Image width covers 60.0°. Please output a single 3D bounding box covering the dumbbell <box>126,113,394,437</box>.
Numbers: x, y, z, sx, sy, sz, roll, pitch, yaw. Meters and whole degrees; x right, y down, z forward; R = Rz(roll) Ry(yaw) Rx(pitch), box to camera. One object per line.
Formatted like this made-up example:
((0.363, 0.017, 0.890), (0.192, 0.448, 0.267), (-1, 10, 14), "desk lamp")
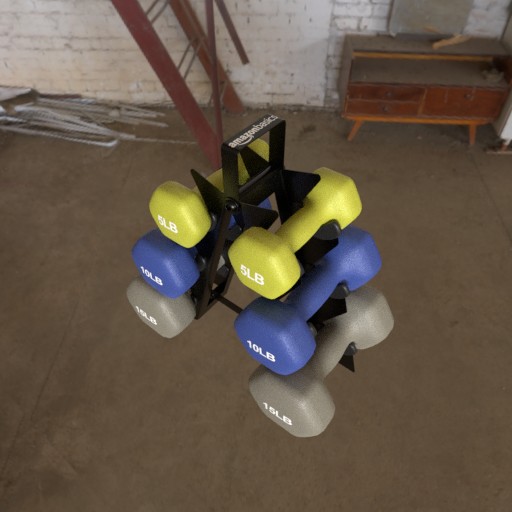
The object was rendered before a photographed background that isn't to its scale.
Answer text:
((0.000, 0.000, 0.676), (0.416, 0.426, 0.261), (30, 53, 25), "dumbbell")
